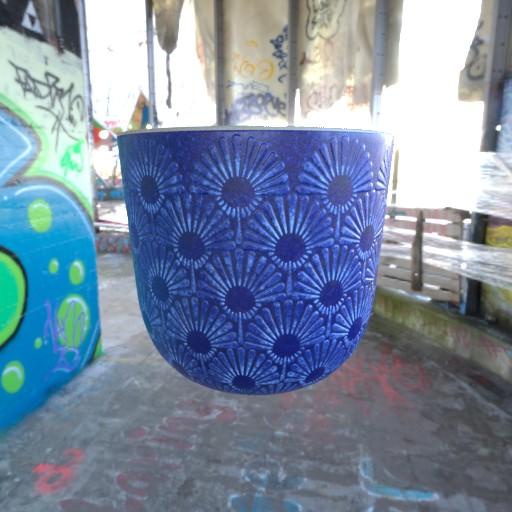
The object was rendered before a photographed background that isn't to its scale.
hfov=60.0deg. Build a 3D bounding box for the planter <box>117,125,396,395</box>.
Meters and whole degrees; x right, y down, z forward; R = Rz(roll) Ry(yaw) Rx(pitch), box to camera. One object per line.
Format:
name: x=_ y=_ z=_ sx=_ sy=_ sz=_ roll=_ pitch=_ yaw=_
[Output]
planter: x=0.000 y=0.000 z=0.362 sx=0.206 sy=0.190 sz=0.206 roll=0 pitch=12 yaw=0
